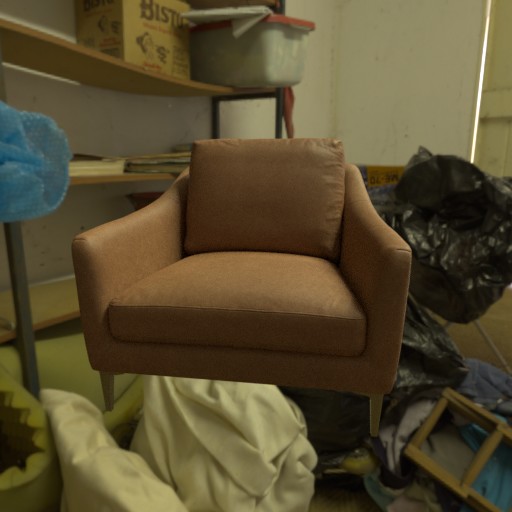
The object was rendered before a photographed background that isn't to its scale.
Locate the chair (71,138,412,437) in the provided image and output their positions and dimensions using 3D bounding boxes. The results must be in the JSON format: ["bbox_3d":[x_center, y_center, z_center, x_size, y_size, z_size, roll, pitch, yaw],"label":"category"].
[{"bbox_3d":[0.000,0.000,1.719,0.988,0.895,0.963,2,14,9],"label":"chair"}]
